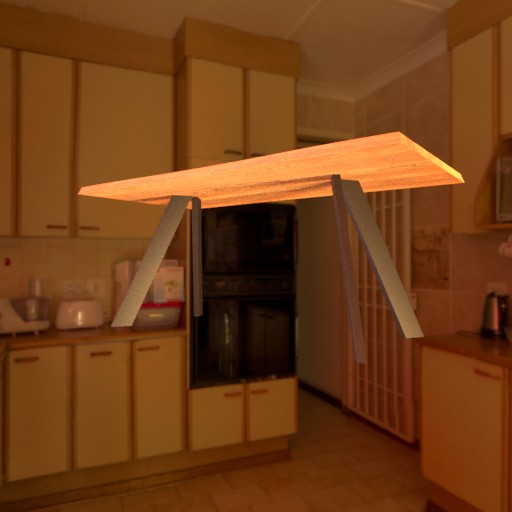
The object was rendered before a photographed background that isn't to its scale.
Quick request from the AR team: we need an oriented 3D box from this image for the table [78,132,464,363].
[{"bbox_3d":[0.000,0.000,2.278,1.800,0.770,0.900,-1,-1,37],"label":"table"}]
